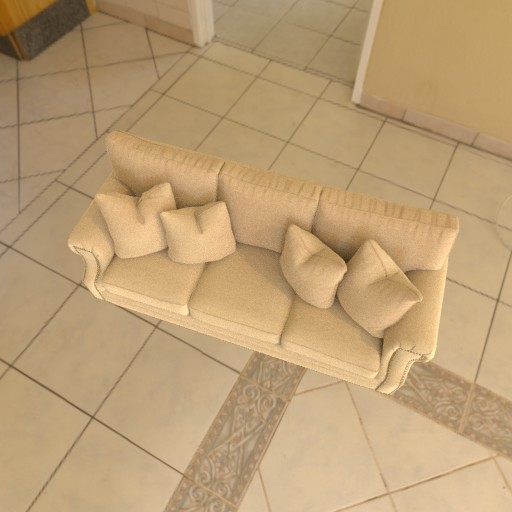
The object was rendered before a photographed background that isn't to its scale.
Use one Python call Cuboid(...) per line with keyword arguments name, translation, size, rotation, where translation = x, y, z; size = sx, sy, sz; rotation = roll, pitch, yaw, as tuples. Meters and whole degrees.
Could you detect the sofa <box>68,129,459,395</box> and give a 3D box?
Cuboid(name="sofa", translation=(0.000, 0.000, 2.869), size=(2.312, 0.975, 0.965), rotation=(16, 60, 10))
